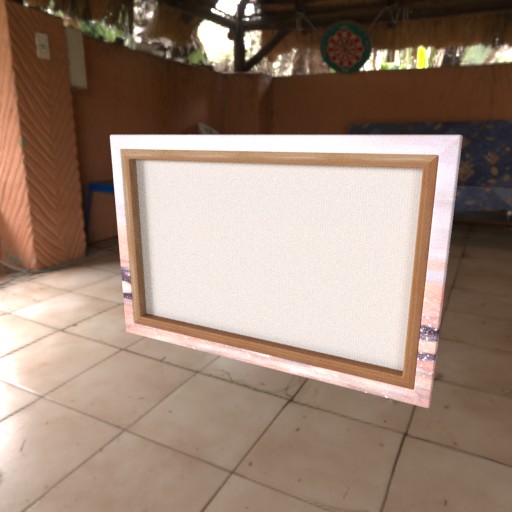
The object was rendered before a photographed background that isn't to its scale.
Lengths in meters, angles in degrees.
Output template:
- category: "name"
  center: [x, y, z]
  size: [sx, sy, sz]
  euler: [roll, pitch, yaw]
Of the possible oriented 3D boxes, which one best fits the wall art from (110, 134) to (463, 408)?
- category: "wall art"
  center: [0.000, 0.000, 1.154]
  size: [0.913, 0.609, 0.038]
  euler: [8, 17, 26]
